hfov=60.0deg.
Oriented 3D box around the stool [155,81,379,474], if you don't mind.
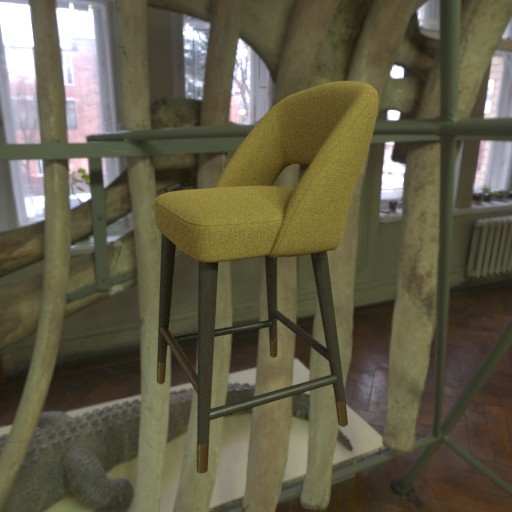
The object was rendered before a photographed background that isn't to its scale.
[{"bbox_3d":[0.000,0.000,1.256,0.522,0.939,0.536,-7,18,-24],"label":"stool"}]
